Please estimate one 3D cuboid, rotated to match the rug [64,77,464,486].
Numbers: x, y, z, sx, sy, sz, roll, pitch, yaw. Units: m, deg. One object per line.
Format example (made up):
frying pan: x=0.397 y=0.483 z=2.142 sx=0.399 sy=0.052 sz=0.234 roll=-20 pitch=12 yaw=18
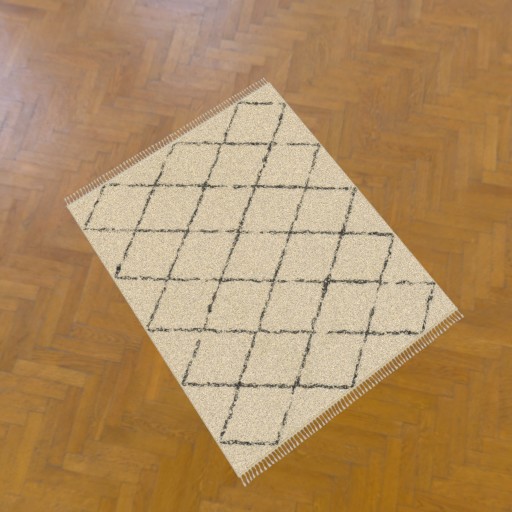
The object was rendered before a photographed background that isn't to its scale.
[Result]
rug: x=0.000 y=0.000 z=4.087 sx=2.380 sy=0.013 sz=3.051 roll=-34 pitch=77 yaw=-9
